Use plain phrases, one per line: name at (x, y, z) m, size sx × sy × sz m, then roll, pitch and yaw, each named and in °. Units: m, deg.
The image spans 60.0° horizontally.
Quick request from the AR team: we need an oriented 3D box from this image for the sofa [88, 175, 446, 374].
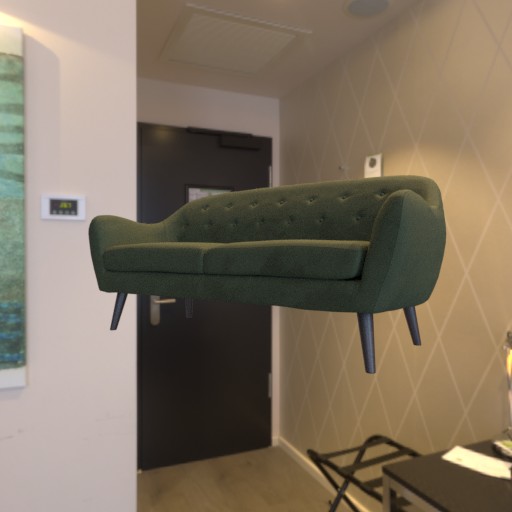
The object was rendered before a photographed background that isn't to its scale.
sofa at (0.000, 0.000, 2.316) m, size 1.840 × 0.836 × 0.820 m, roll 0°, pitch 0°, yaw 36°
